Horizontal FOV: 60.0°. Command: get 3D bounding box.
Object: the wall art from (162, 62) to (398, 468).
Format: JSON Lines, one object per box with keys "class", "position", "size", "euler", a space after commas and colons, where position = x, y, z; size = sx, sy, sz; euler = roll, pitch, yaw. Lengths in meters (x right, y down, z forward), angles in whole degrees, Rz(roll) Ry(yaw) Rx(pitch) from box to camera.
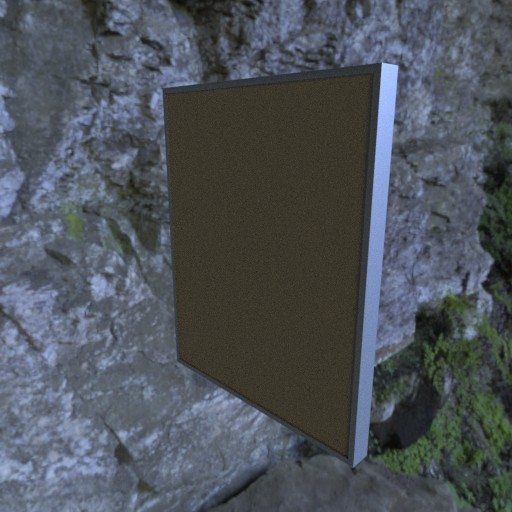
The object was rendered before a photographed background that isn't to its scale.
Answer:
{"class": "wall art", "position": [0.000, 0.000, 0.743], "size": [0.039, 0.553, 0.445], "euler": [-15, 22, -43]}
